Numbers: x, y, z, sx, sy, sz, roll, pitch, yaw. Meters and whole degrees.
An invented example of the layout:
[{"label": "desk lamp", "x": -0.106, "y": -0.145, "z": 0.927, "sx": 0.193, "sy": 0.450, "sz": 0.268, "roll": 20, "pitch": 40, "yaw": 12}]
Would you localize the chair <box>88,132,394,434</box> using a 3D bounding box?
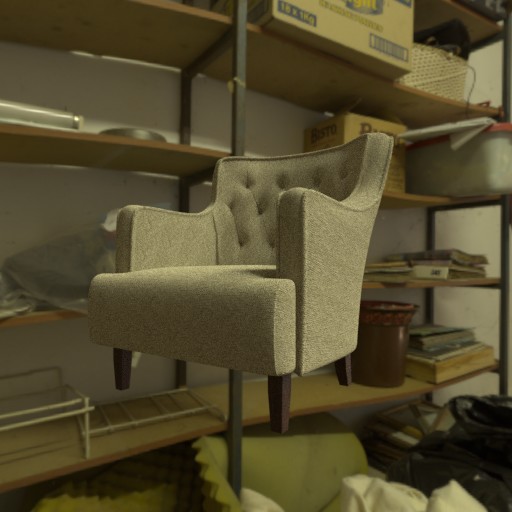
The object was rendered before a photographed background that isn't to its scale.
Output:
[{"label": "chair", "x": 0.000, "y": 0.000, "z": 1.664, "sx": 0.820, "sy": 0.920, "sz": 0.910, "roll": 0, "pitch": 0, "yaw": 35}]
